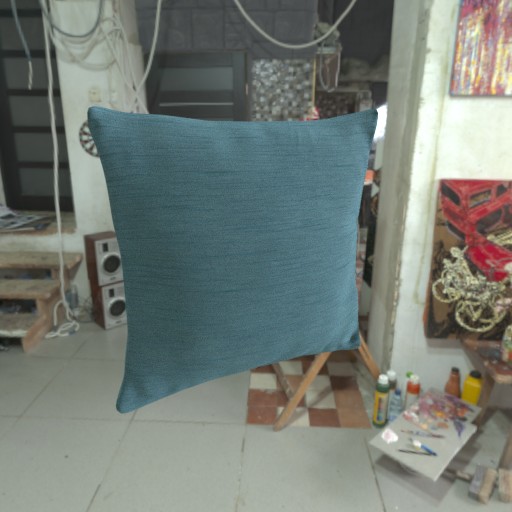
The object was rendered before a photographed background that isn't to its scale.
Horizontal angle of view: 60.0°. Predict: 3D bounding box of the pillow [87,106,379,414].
[{"bbox_3d":[0.000,0.000,0.653,0.433,0.415,0.151,-8,19,-25],"label":"pillow"}]
